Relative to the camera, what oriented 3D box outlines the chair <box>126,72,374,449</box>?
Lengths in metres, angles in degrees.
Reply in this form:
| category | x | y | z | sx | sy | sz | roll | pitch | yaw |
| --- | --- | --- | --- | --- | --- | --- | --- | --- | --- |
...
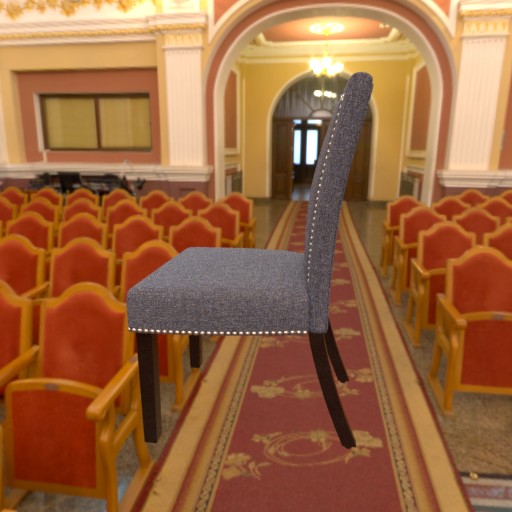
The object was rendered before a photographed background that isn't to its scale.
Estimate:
| category | x | y | z | sx | sy | sz | roll | pitch | yaw |
| --- | --- | --- | --- | --- | --- | --- | --- | --- | --- |
| chair | 0.000 | 0.000 | 1.277 | 0.589 | 0.946 | 0.518 | 2 | 14 | 8 |
